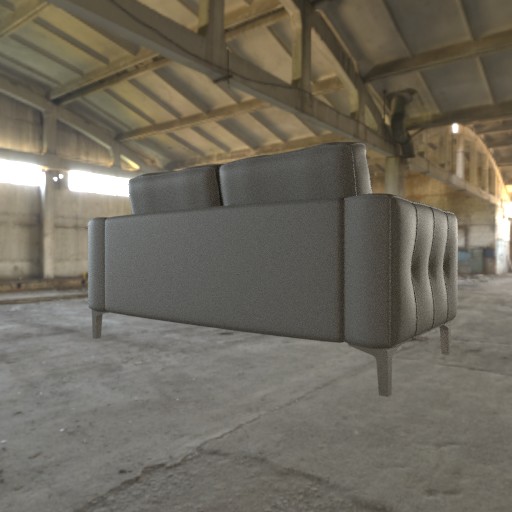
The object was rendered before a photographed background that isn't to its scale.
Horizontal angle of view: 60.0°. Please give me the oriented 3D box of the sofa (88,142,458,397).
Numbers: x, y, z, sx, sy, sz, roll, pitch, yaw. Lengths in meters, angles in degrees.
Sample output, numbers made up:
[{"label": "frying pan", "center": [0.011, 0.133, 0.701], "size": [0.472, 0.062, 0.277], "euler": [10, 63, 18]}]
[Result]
[{"label": "sofa", "center": [0.000, 0.000, 2.212], "size": [1.726, 0.893, 0.833], "euler": [0, 0, 37]}]
